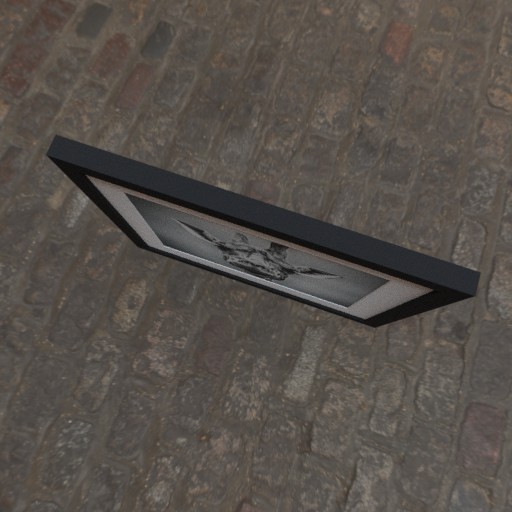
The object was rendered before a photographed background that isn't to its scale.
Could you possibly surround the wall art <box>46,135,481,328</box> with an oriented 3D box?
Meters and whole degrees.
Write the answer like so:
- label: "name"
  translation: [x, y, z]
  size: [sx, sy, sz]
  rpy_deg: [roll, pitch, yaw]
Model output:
- label: "wall art"
  translation: [0.000, 0.000, 0.770]
  size: [0.558, 0.457, 0.031]
  rpy_deg: [19, 77, 4]
